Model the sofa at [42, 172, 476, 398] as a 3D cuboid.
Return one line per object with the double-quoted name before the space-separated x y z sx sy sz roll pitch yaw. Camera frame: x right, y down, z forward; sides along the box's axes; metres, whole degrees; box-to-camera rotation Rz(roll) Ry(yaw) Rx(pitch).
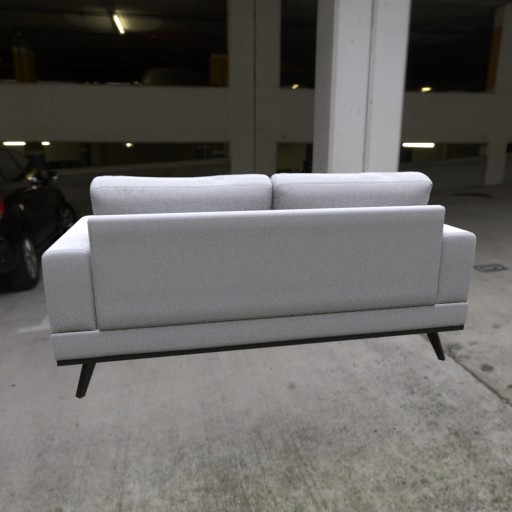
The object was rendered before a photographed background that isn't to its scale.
"sofa" 0.000 0.000 2.098 1.650 0.810 0.920 -3 15 -11
